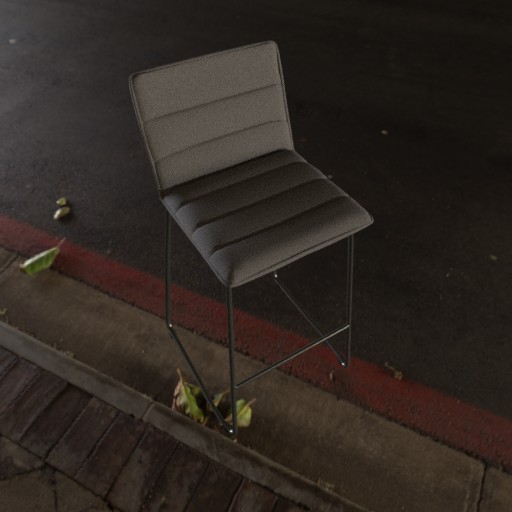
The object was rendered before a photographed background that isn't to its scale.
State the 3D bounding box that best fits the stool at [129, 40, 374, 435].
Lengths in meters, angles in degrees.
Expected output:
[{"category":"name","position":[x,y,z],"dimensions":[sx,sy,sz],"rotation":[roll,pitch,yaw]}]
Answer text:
[{"category":"stool","position":[0.000,0.000,1.246],"dimensions":[0.490,0.960,0.490],"rotation":[-24,51,-21]}]
